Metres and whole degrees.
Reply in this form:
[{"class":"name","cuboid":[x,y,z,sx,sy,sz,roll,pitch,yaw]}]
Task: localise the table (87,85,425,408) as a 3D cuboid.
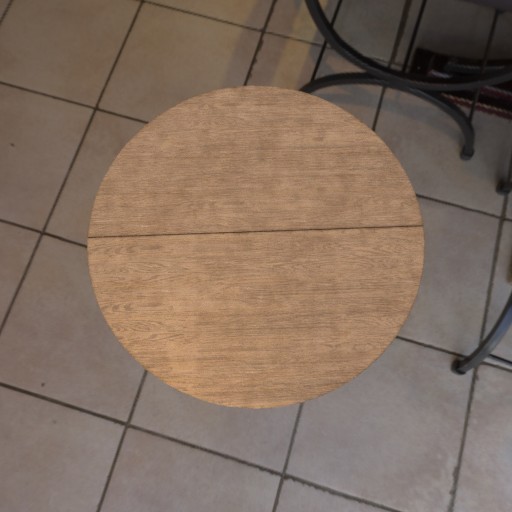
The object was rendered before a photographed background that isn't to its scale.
[{"class":"table","cuboid":[0.000,0.000,2.171,1.363,0.781,1.363,0,75,0]}]
